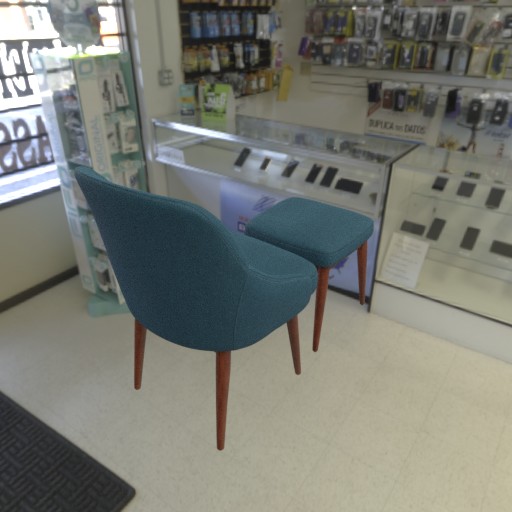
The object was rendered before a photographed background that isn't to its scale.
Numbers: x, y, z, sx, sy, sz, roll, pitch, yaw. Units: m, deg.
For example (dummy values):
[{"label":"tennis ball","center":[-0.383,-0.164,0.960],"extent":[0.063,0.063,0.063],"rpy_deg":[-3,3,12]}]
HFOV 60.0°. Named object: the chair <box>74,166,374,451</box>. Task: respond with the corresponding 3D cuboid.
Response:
[{"label":"chair","center":[0.000,0.000,1.585],"extent":[0.584,0.866,1.114],"rpy_deg":[21,36,33]}]
